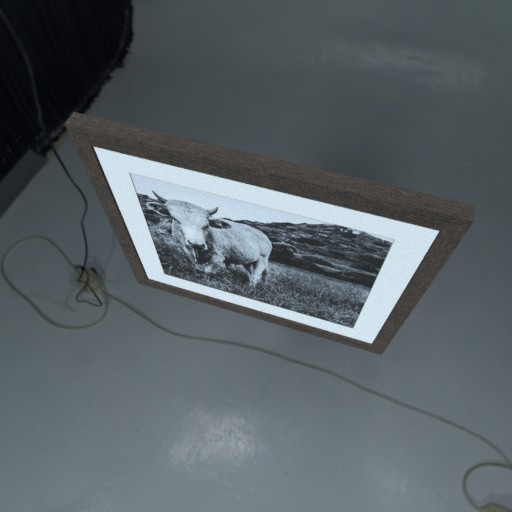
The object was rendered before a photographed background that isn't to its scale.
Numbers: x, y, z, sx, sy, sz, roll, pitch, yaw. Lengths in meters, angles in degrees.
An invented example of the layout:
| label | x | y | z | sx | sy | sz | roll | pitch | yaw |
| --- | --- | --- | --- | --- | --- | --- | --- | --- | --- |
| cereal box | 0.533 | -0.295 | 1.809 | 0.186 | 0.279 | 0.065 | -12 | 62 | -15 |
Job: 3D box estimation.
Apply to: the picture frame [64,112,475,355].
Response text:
| label | x | y | z | sx | sy | sz | roll | pitch | yaw |
| --- | --- | --- | --- | --- | --- | --- | --- | --- | --- |
| picture frame | 0.000 | 0.000 | 0.764 | 0.546 | 0.455 | 0.026 | 15 | 59 | 9 |
